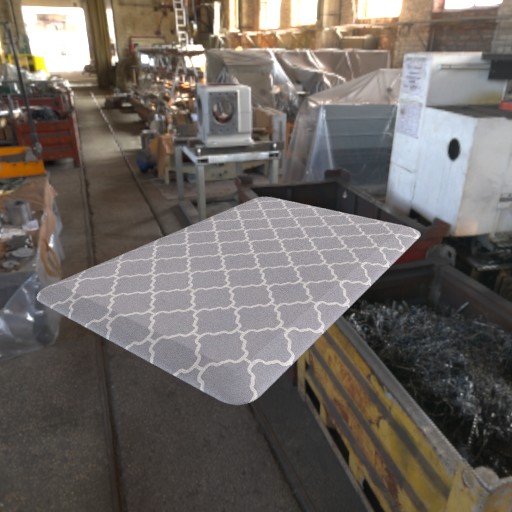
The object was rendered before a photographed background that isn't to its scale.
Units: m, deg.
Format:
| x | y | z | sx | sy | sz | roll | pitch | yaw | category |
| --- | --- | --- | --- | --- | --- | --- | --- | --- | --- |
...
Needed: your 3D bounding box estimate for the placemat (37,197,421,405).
| x | y | z | sx | sy | sz | roll | pitch | yaw | category |
| --- | --- | --- | --- | --- | --- | --- | --- | --- | --- |
| 0.000 | 0.000 | 0.977 | 0.508 | 0.021 | 0.762 | 17 | 30 | 32 | placemat |
